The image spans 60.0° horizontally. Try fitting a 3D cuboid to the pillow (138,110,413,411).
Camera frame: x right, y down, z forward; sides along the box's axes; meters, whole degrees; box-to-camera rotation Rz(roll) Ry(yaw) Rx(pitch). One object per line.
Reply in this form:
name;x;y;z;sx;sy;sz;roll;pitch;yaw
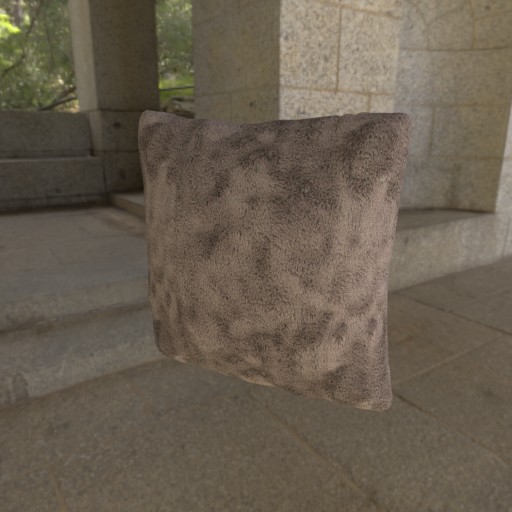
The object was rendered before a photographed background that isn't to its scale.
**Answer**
pillow;0.000;0.000;0.817;0.522;0.520;0.204;8;18;25
